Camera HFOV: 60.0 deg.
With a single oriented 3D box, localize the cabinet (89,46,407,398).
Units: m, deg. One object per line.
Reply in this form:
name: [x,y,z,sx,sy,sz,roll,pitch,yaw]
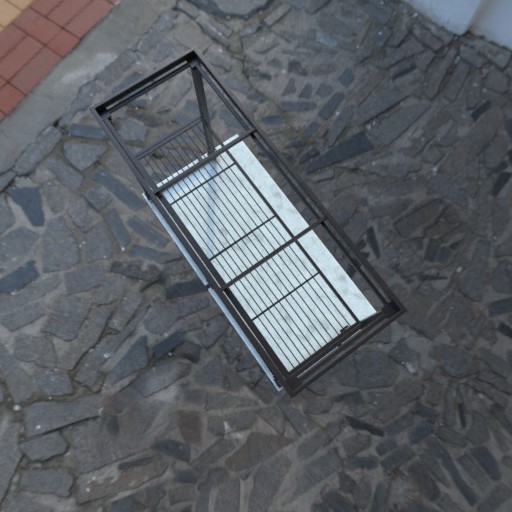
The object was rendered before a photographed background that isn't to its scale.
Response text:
cabinet: [0.000,0.000,2.272,0.610,1.659,1.210,-35,78,-9]
